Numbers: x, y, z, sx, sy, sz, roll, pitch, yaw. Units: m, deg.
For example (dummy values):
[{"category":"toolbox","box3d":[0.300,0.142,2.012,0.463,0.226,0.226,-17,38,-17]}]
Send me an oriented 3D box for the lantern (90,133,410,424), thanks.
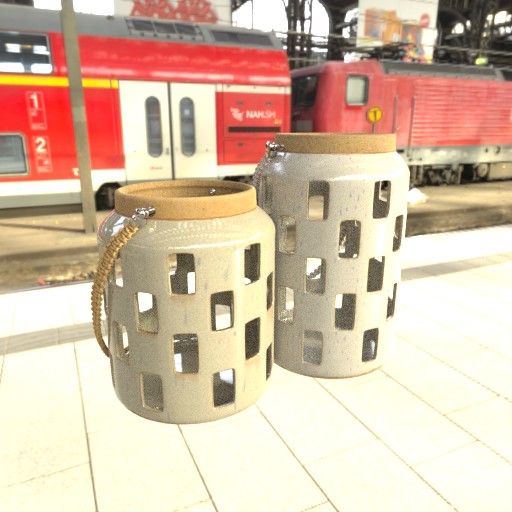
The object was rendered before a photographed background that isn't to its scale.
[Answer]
[{"category":"lantern","box3d":[0.000,0.000,0.481,0.347,0.255,0.184,-8,18,-25]}]
